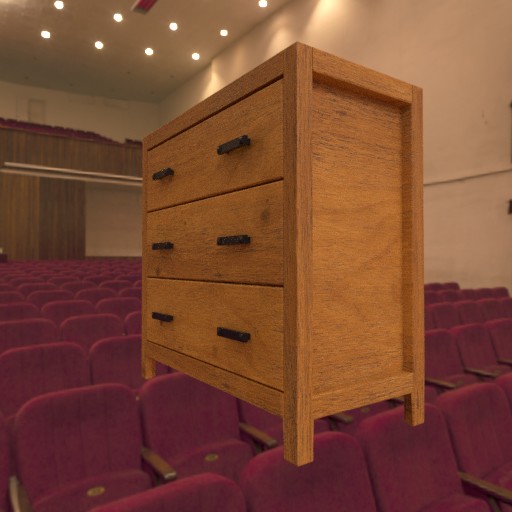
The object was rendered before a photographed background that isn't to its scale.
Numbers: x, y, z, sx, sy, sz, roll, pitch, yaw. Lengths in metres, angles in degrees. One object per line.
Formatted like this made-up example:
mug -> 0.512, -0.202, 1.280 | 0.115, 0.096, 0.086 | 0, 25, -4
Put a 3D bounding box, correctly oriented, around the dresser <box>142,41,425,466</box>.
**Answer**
dresser -> 0.000, 0.000, 1.271 | 0.427, 0.804, 0.804 | 1, -1, -35
